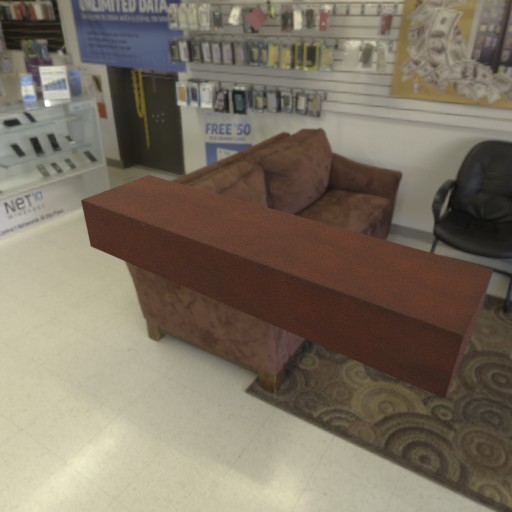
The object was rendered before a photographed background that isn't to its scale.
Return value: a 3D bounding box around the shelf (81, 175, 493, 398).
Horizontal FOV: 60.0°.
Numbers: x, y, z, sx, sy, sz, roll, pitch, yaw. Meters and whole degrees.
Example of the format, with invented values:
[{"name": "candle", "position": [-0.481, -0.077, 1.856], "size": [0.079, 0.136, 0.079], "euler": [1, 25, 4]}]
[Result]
[{"name": "shelf", "position": [0.000, 0.000, 0.664], "size": [0.607, 0.088, 0.152], "euler": [19, 35, 30]}]
